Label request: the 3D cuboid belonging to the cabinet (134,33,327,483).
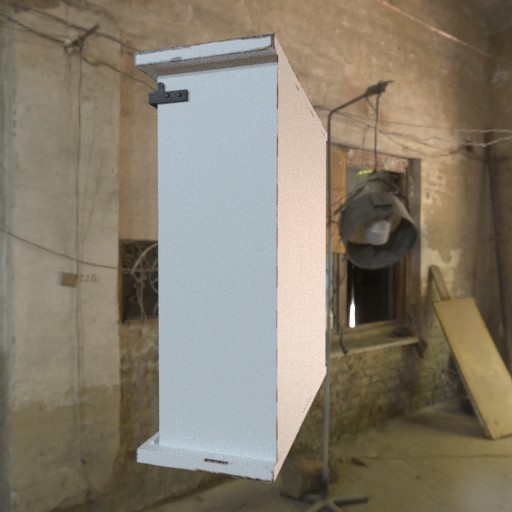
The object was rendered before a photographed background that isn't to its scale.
[{"bbox_3d":[0.000,0.000,0.881,0.210,0.603,0.541,0,1,16],"label":"cabinet"}]
